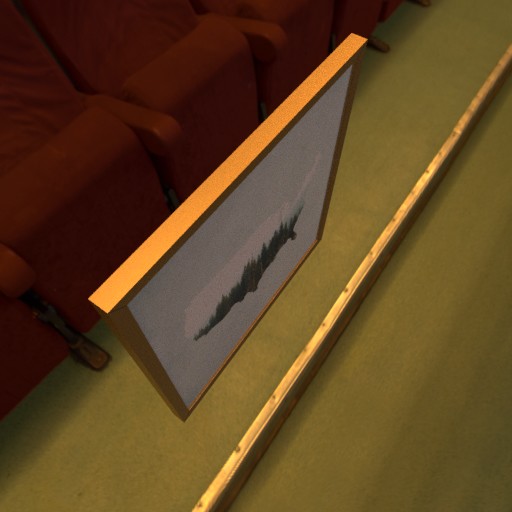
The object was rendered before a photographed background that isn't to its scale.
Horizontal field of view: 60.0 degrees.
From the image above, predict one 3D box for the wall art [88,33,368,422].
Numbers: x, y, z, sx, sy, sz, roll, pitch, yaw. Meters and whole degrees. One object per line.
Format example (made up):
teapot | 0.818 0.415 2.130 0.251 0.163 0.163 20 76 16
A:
wall art | 0.000 0.000 1.100 0.038 0.762 0.762 31 64 17
